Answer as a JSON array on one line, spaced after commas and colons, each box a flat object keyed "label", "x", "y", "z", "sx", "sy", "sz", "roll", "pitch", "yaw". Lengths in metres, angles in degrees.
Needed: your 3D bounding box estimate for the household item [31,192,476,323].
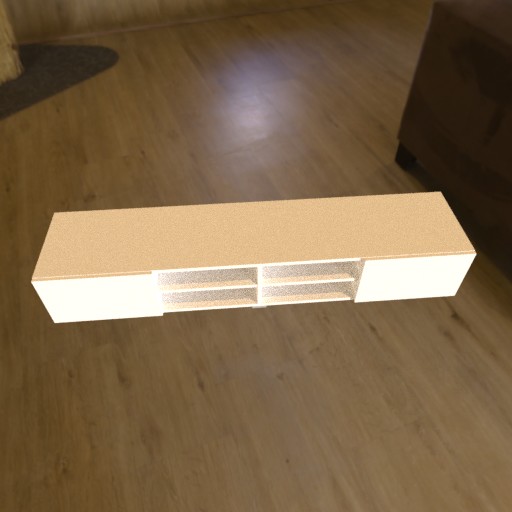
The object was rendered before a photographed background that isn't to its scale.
[{"label": "household item", "x": 0.000, "y": 0.000, "z": 2.087, "sx": 1.850, "sy": 0.310, "sz": 0.420, "roll": -4, "pitch": 47, "yaw": -3}]
